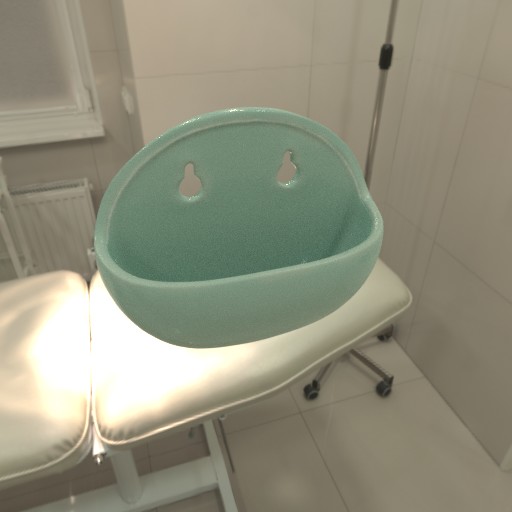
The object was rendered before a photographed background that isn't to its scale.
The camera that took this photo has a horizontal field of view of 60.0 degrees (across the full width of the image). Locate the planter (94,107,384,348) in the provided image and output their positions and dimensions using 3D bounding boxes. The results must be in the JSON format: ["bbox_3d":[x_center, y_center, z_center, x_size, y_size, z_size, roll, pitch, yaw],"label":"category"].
[{"bbox_3d":[0.000,0.000,0.276,0.189,0.164,0.073,-11,36,-15],"label":"planter"}]
